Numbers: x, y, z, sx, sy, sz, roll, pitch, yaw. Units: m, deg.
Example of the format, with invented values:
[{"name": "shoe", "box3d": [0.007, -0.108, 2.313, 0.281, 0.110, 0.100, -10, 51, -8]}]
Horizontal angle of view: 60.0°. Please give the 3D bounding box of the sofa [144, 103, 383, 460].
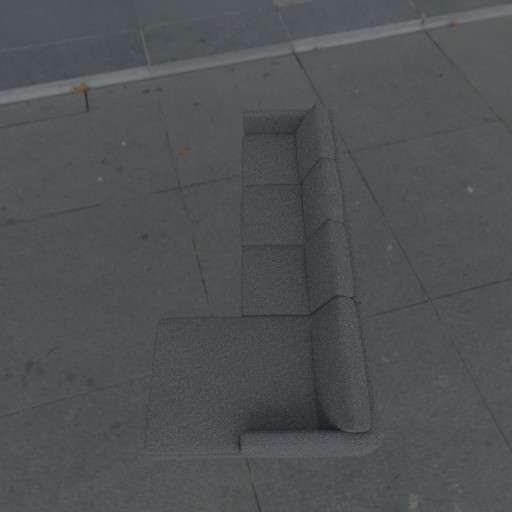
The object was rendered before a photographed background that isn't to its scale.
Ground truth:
[{"name": "sofa", "box3d": [0.000, 0.000, 3.886, 1.625, 0.846, 3.186, -1, 59, 0]}]
